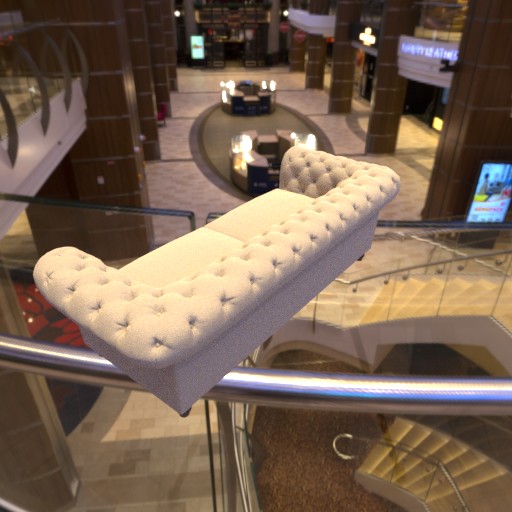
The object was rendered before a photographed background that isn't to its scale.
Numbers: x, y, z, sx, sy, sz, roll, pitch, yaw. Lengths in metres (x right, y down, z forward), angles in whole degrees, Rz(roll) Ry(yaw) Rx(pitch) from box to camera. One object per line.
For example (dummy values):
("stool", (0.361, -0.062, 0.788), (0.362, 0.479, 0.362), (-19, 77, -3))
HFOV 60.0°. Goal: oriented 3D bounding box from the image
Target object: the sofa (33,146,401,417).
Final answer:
("sofa", (0.000, 0.000, 3.157), (1.076, 0.847, 2.694), (23, 38, 32))
